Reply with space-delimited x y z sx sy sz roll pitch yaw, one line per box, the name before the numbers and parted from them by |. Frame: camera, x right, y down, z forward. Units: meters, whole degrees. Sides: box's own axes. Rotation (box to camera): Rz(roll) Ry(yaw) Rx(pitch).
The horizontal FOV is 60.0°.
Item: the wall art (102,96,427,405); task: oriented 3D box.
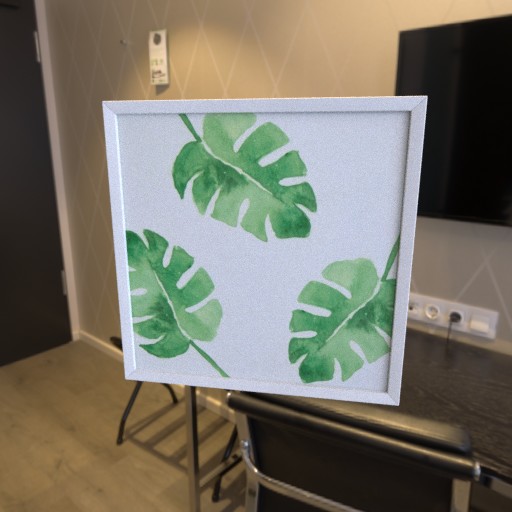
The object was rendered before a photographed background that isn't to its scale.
wall art | 0.000 0.000 1.140 0.762 0.762 0.040 3 15 10
